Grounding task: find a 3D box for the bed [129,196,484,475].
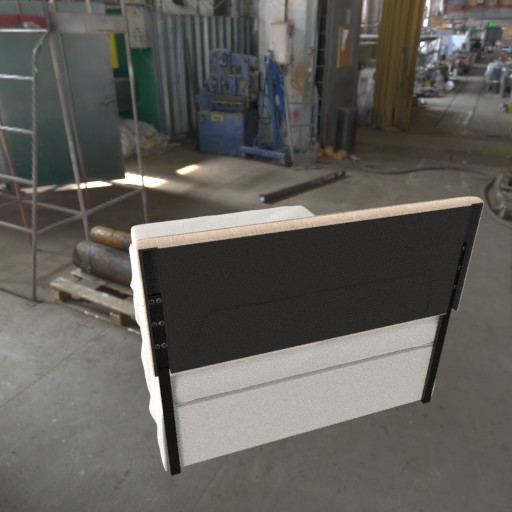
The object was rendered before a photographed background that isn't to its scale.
[{"bbox_3d":[0.000,0.000,2.945,1.643,1.270,1.978,-9,28,-17],"label":"bed"}]
